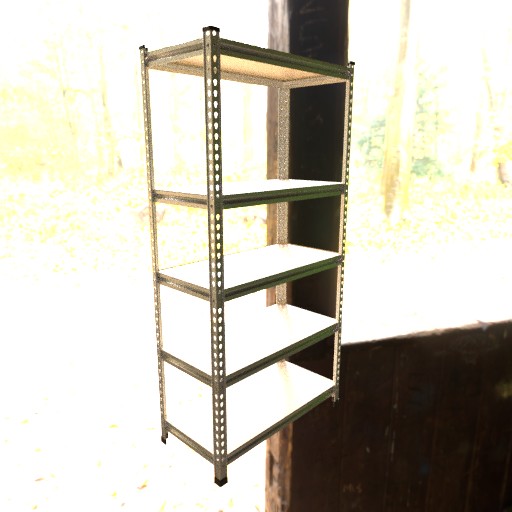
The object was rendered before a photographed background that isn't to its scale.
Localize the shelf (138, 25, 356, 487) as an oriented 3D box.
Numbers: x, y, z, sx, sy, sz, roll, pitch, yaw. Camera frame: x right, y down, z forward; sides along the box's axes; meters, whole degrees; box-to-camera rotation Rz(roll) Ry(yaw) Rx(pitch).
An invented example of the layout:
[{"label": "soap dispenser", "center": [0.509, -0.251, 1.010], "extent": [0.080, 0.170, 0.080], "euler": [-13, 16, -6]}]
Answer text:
[{"label": "shelf", "center": [0.000, 0.000, 2.174], "extent": [0.457, 1.829, 0.914], "euler": [13, 19, 43]}]
